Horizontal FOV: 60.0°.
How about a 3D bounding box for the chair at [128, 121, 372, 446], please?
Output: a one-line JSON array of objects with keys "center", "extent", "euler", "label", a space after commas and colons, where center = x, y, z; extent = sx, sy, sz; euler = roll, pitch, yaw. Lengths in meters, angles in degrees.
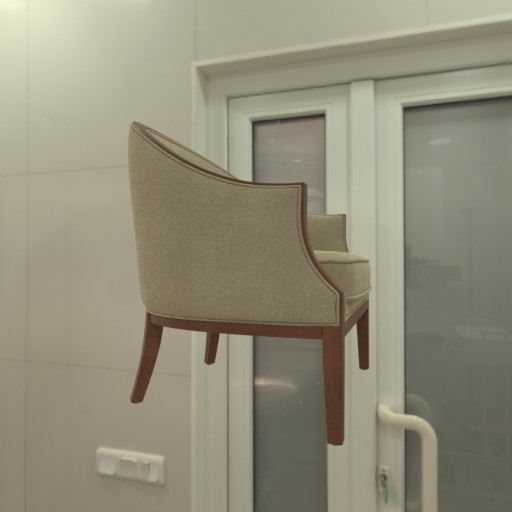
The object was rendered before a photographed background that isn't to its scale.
[{"center": [0.000, 0.000, 1.474], "extent": [0.735, 0.876, 0.803], "euler": [0, -1, 19], "label": "chair"}]
